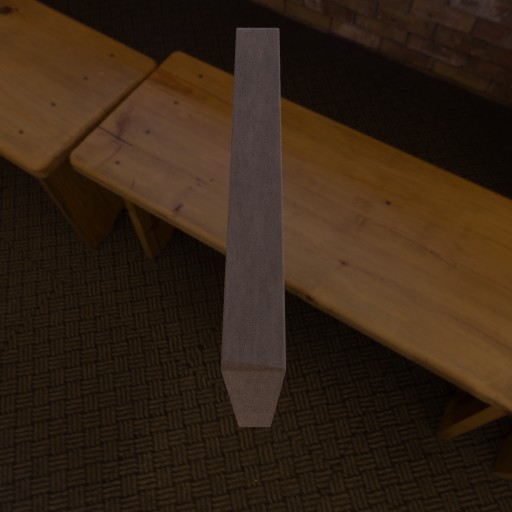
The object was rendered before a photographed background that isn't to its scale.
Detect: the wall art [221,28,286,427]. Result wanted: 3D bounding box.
[{"bbox_3d":[0.000,0.000,0.461,0.038,0.302,0.303,1,63,0],"label":"wall art"}]
